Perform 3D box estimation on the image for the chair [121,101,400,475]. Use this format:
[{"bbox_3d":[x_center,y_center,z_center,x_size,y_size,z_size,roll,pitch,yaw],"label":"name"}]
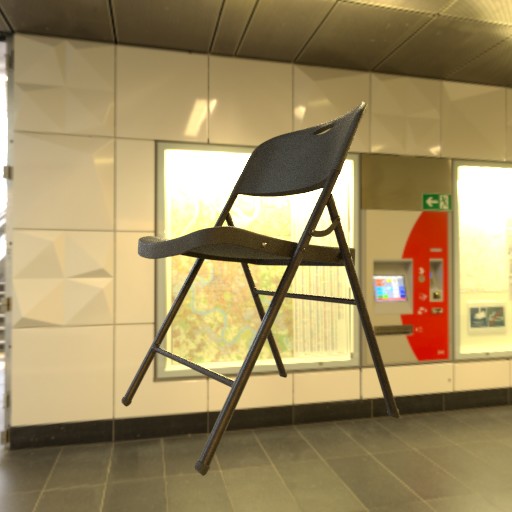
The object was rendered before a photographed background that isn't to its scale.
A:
[{"bbox_3d":[0.000,0.000,1.167,0.566,0.810,0.494,1,-1,-33],"label":"chair"}]
